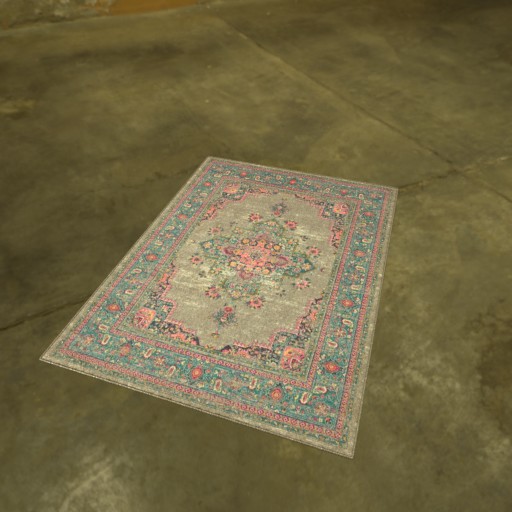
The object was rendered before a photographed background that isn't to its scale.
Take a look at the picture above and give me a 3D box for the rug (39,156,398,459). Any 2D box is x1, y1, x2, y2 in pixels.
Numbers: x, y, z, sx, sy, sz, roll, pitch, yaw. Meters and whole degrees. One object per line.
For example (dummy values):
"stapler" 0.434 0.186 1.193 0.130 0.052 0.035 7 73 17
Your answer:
"rug" 0.000 0.000 2.856 1.609 0.013 2.214 12 43 14
